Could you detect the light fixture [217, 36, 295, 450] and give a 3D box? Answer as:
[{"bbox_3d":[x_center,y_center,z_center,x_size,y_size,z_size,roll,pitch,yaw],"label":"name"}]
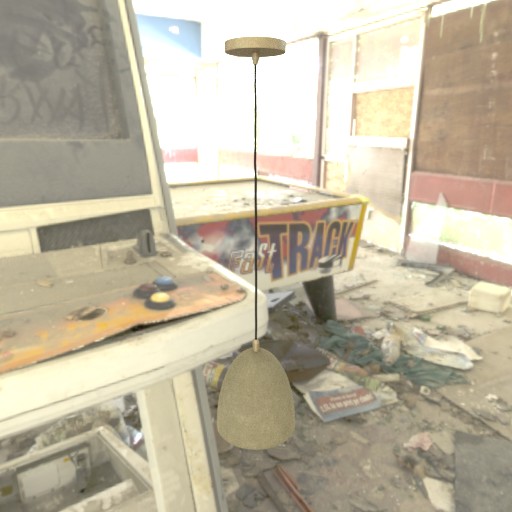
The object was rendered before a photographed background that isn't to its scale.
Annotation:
[{"bbox_3d":[0.000,0.000,0.863,0.170,0.759,0.170,-3,16,-9],"label":"light fixture"}]
